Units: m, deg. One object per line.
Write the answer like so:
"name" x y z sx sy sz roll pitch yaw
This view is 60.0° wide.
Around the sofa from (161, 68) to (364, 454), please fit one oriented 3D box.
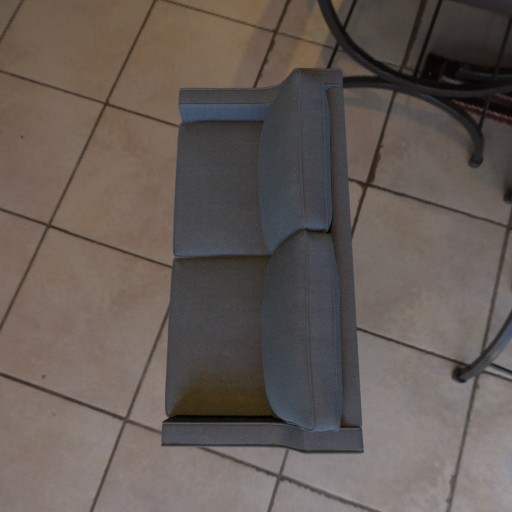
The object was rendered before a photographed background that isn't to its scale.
"sofa" 0.000 0.000 2.774 1.066 1.071 2.178 0 75 0
